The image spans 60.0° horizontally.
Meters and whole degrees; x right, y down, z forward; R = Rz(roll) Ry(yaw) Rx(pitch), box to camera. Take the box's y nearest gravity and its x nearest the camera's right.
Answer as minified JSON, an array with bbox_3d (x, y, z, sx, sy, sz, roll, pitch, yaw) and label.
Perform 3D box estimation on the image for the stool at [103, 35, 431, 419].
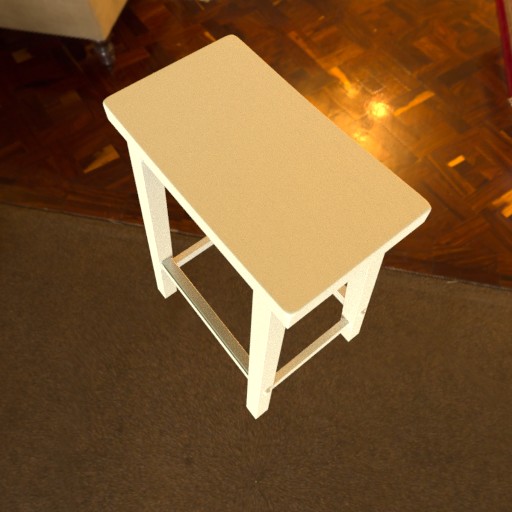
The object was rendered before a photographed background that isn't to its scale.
[{"bbox_3d":[0.000,0.000,0.846,0.322,0.610,0.406,-35,68,-16],"label":"stool"}]
